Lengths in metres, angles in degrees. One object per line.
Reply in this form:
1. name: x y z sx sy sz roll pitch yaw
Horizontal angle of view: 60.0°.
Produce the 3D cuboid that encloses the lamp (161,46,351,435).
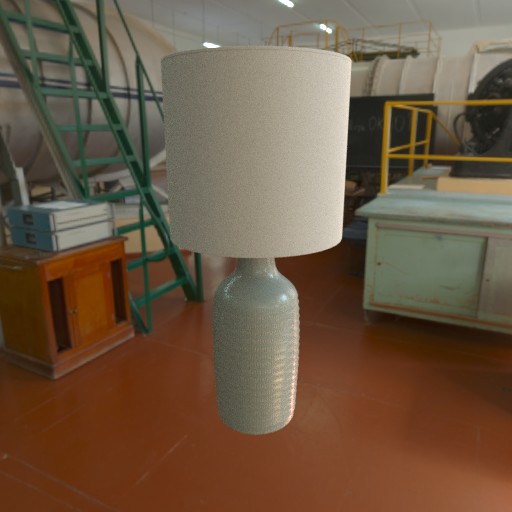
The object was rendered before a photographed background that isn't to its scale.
1. lamp: 0.000 0.000 0.588 0.220 0.475 0.220 -8 18 -27
